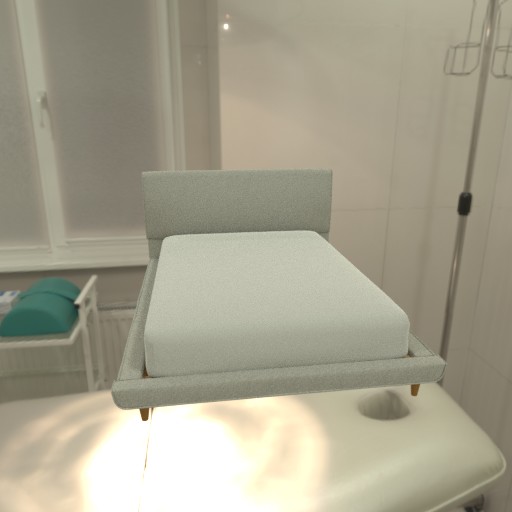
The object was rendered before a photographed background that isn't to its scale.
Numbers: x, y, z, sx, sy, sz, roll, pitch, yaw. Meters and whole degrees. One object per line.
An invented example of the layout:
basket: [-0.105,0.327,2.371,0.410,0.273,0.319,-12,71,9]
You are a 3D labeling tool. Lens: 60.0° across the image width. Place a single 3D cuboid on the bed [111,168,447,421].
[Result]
bed: [0.000,0.000,3.394,1.840,1.067,2.368,-3,18,-8]
